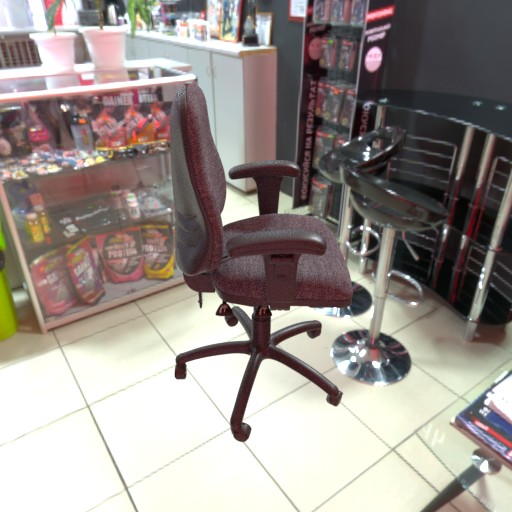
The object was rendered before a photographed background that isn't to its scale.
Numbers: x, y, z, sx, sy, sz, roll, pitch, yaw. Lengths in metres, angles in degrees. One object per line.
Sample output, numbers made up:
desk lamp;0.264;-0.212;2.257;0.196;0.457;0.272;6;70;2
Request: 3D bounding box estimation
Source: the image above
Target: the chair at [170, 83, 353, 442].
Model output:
chair;0.000;0.000;1.251;0.530;0.910;0.550;-1;31;-2
